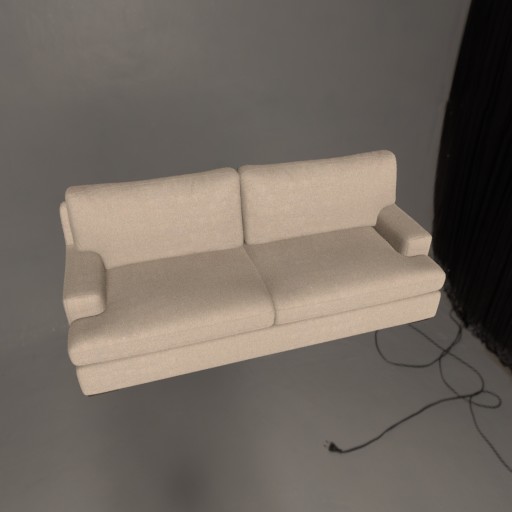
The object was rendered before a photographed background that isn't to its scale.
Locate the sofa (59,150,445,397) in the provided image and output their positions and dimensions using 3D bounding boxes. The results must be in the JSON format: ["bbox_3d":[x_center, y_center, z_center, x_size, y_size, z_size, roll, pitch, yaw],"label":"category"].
[{"bbox_3d":[0.000,0.000,2.895,2.354,0.980,0.962,-10,35,-14],"label":"sofa"}]
